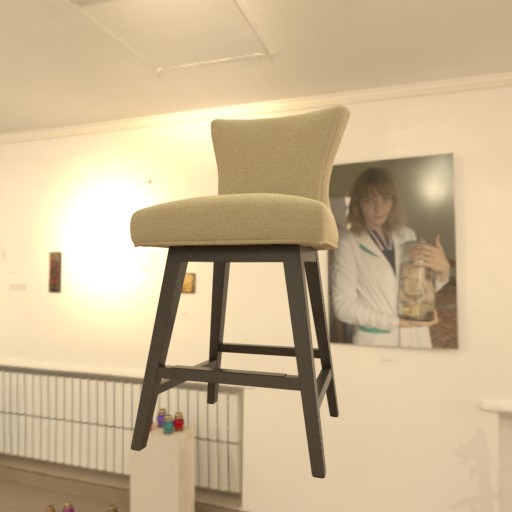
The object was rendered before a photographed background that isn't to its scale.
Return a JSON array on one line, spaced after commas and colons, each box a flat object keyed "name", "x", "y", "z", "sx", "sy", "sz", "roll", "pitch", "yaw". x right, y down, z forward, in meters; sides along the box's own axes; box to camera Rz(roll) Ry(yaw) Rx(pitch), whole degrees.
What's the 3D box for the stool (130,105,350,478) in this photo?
[{"name": "stool", "x": 0.000, "y": 0.000, "z": 1.319, "sx": 0.514, "sy": 1.000, "sz": 0.574, "roll": 0, "pitch": -1, "yaw": 18}]
